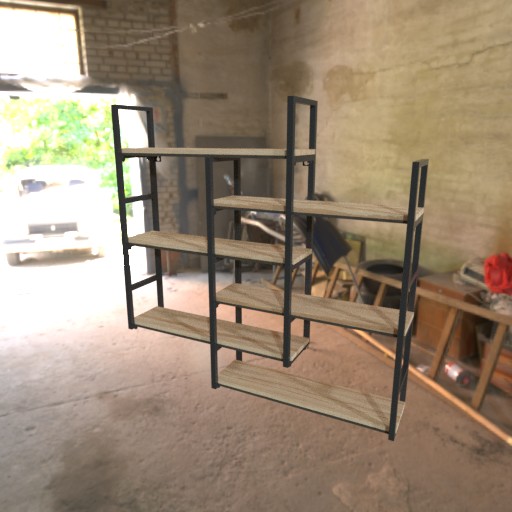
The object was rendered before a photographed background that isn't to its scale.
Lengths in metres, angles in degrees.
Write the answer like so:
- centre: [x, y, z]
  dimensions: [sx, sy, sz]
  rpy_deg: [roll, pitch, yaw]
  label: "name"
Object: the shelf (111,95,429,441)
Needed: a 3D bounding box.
- centre: [0.000, 0.000, 1.388]
  dimensions: [0.946, 0.921, 0.183]
  rpy_deg: [7, 16, 26]
  label: "shelf"
